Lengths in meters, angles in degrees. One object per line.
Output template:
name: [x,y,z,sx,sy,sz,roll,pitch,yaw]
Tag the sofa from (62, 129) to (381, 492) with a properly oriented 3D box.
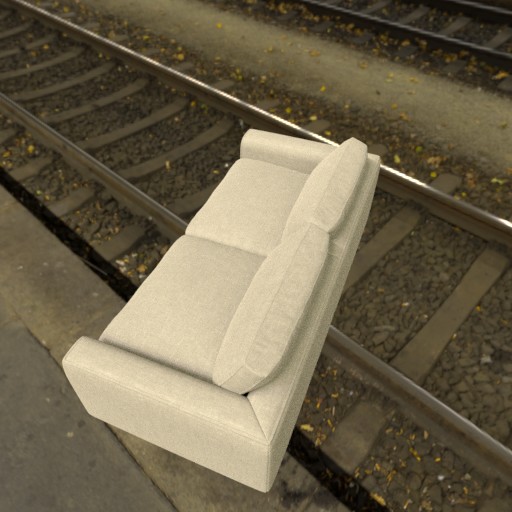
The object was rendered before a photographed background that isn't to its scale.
sofa: [0.000,0.000,2.705,1.070,0.801,2.262,16,48,15]
